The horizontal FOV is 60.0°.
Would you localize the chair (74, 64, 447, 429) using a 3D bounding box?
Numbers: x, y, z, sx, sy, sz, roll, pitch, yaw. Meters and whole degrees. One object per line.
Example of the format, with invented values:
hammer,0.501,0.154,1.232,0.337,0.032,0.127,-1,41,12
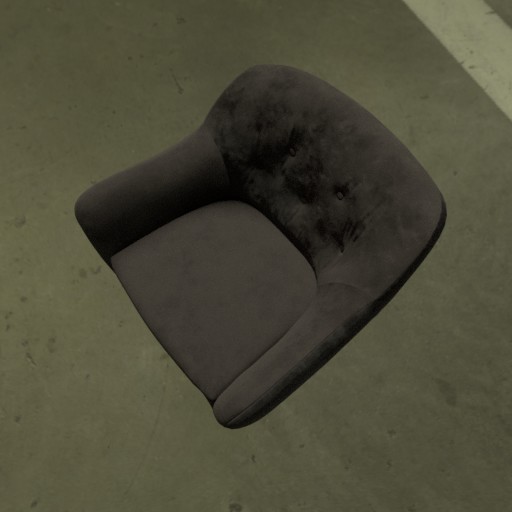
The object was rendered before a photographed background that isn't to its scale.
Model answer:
chair,0.000,0.000,1.460,0.819,0.807,0.840,-35,68,-17
